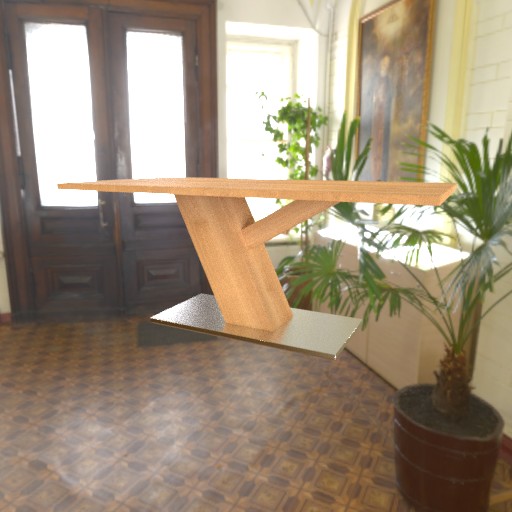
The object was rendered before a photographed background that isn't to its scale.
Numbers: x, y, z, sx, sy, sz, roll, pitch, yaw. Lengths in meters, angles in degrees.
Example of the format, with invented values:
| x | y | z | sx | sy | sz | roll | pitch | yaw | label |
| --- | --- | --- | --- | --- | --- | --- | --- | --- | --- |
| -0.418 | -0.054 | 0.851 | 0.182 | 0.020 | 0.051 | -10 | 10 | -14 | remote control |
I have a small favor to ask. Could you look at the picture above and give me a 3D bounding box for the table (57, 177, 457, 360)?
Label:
| x | y | z | sx | sy | sz | roll | pitch | yaw | label |
| --- | --- | --- | --- | --- | --- | --- | --- | --- | --- |
| 0.000 | 0.000 | 2.308 | 1.800 | 0.750 | 0.900 | 6 | 14 | 26 | table |
